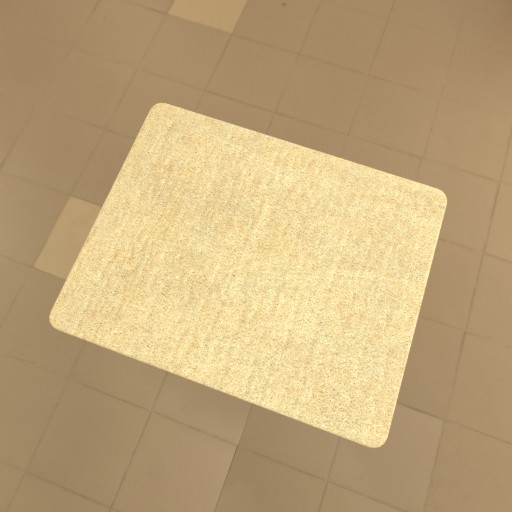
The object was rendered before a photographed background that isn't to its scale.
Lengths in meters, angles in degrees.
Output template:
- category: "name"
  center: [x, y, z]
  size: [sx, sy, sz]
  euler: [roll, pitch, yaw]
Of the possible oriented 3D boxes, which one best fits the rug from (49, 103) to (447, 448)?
- category: "rug"
  center: [0.000, 0.000, 3.355]
  size: [2.528, 0.048, 2.009]
  euler: [19, 74, 6]
